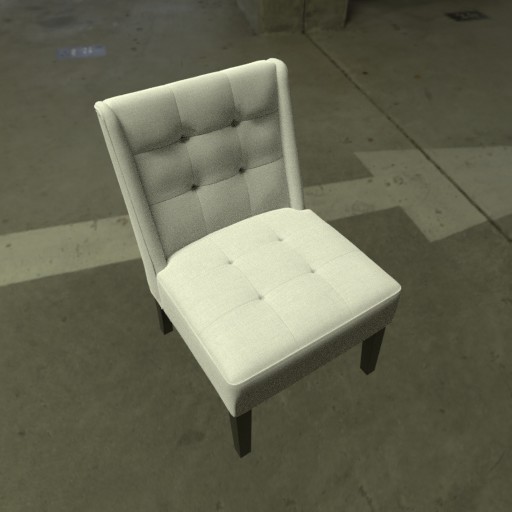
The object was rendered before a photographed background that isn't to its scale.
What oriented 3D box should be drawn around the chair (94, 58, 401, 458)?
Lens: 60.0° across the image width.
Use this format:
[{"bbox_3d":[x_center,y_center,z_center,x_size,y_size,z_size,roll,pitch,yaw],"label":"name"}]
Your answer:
[{"bbox_3d":[0.000,0.000,1.307,0.569,0.853,0.676,-24,49,-23],"label":"chair"}]
